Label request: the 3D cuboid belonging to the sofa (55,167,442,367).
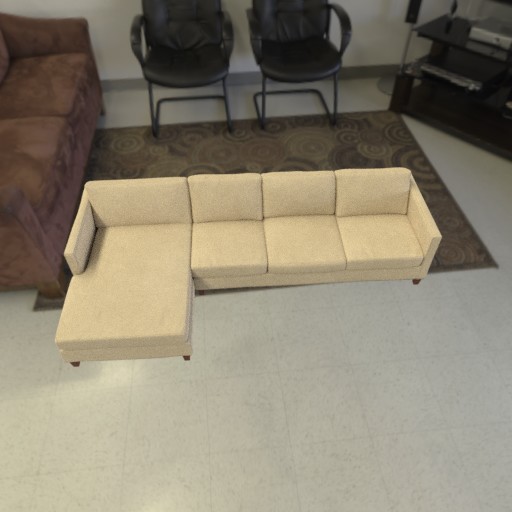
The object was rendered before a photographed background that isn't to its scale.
[{"bbox_3d":[0.000,0.000,3.950,3.186,0.846,1.625,-3,47,-2],"label":"sofa"}]
